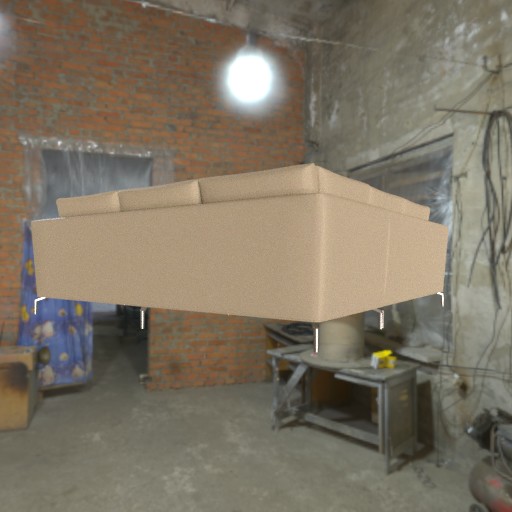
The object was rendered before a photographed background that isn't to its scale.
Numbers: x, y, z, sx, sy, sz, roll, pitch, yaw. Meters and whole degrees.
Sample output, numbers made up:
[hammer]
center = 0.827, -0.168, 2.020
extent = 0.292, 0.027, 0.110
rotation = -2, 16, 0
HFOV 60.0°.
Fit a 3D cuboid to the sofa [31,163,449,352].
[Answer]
[sofa]
center = 0.000, 0.000, 3.577
extent = 2.448, 0.867, 2.430
rotation = 0, -1, 36
